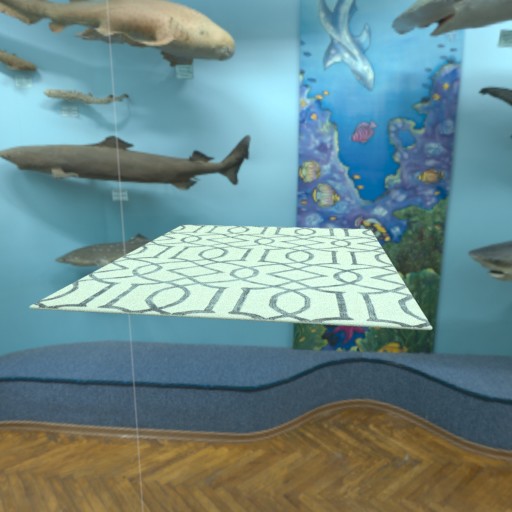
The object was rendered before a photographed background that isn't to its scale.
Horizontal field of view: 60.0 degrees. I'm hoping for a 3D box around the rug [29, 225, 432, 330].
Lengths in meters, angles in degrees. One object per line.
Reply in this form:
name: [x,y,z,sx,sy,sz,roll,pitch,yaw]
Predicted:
rug: [0.000,0.000,3.774,2.211,0.021,2.910,2,13,8]
